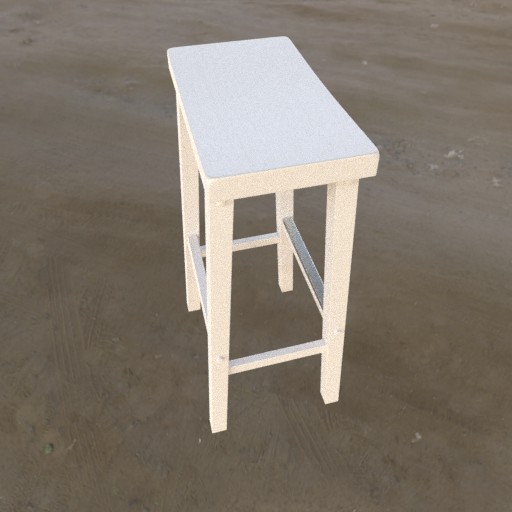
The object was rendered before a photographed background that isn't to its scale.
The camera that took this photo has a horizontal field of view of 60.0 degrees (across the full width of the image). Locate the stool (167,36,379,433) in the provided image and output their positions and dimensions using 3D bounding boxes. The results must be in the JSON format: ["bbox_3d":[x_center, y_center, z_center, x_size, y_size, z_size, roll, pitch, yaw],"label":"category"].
[{"bbox_3d":[0.000,0.000,0.957,0.322,0.742,0.406,-11,48,-10],"label":"stool"}]
